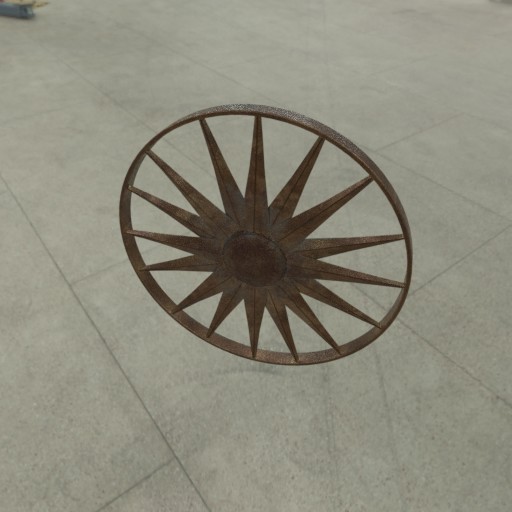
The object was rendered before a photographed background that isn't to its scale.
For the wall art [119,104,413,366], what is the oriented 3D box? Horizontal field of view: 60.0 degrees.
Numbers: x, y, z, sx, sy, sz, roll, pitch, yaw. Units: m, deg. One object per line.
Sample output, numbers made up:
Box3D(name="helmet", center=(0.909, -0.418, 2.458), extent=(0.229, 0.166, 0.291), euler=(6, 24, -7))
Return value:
Box3D(name="wall art", center=(0.000, 0.000, 0.873), extent=(0.582, 0.583, 0.084), euler=(12, 43, 13))
